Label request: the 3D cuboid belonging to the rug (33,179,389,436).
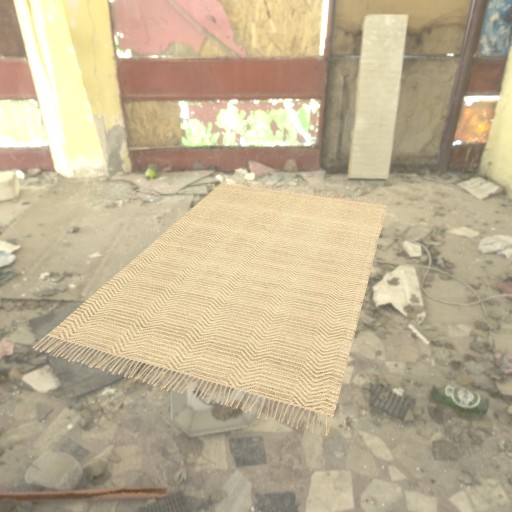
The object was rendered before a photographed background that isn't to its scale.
[{"bbox_3d":[0.000,0.000,2.430,1.224,0.027,2.021,11,33,17],"label":"rug"}]
